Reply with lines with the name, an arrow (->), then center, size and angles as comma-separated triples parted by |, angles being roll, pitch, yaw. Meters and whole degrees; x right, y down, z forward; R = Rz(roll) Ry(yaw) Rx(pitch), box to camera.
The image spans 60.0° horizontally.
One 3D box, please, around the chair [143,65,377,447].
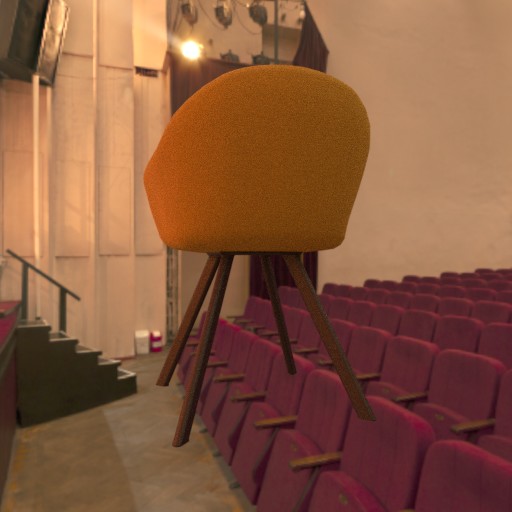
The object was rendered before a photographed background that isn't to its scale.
chair -> 0.000, 0.000, 1.149 | 0.545, 0.775, 0.565 | 0, 0, -18
